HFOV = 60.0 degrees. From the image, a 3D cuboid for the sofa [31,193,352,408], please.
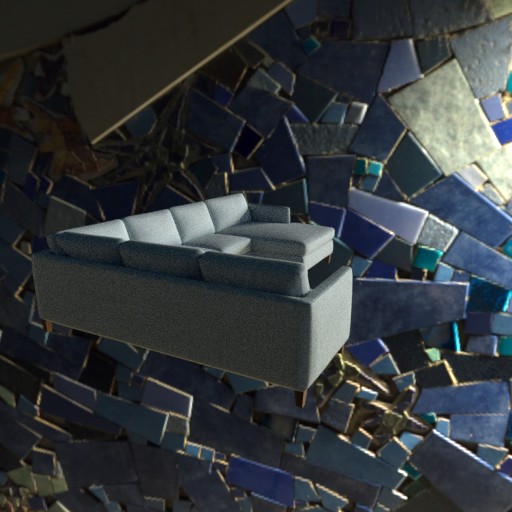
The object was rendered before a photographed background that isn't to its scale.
[{"bbox_3d":[0.000,0.000,4.644,2.551,0.889,3.403,8,17,27],"label":"sofa"}]
